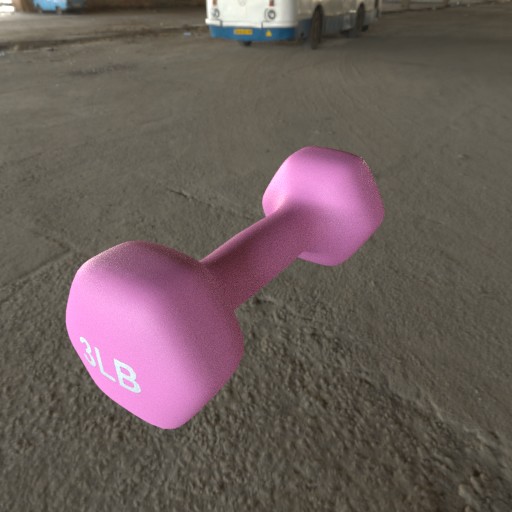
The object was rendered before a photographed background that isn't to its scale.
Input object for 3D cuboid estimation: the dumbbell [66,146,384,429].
[{"bbox_3d":[0.000,0.000,0.190,0.064,0.058,0.159,20,37,30],"label":"dumbbell"}]
